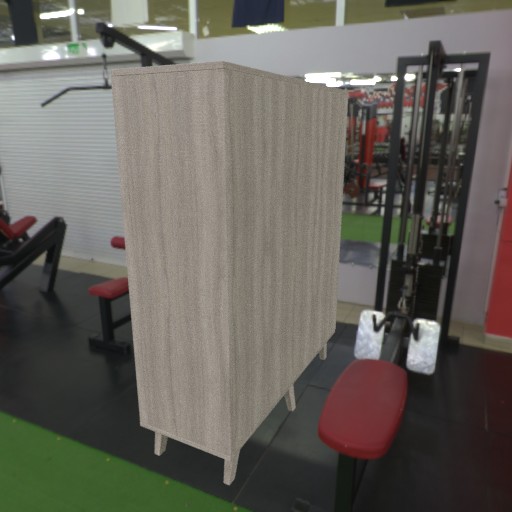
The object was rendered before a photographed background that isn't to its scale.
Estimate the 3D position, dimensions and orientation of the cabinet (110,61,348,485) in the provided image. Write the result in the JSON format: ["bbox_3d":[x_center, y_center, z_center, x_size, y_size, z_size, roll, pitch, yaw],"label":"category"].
[{"bbox_3d":[0.000,0.000,1.897,0.398,1.388,1.111,8,18,27],"label":"cabinet"}]
